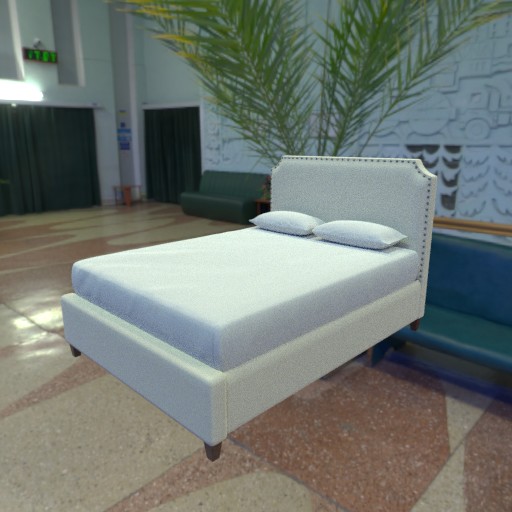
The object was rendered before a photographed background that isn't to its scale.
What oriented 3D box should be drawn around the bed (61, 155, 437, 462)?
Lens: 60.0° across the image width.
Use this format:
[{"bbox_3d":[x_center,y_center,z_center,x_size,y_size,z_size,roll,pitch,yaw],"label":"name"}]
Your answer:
[{"bbox_3d":[0.000,0.000,3.366,1.703,1.415,2.329,14,20,43],"label":"bed"}]
